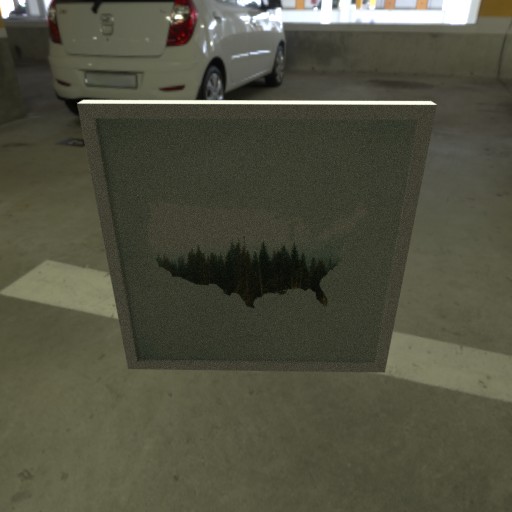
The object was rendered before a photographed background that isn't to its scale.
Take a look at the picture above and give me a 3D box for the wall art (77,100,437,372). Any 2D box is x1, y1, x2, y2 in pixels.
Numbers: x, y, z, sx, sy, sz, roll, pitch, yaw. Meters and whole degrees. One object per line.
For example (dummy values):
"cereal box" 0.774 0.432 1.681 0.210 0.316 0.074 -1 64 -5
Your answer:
"wall art" 0.000 0.000 1.143 0.762 0.762 0.038 1 30 1
